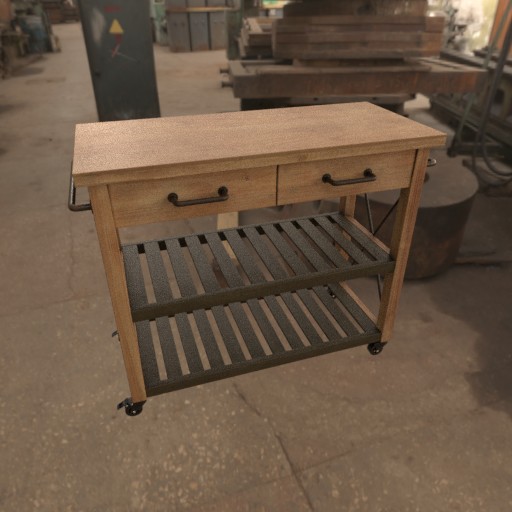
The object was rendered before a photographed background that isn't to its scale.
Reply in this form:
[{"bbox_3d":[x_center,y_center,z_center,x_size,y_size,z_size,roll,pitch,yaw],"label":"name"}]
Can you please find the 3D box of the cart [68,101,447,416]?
[{"bbox_3d":[0.000,0.000,0.976,0.686,0.554,0.298,-10,33,-16],"label":"cart"}]
